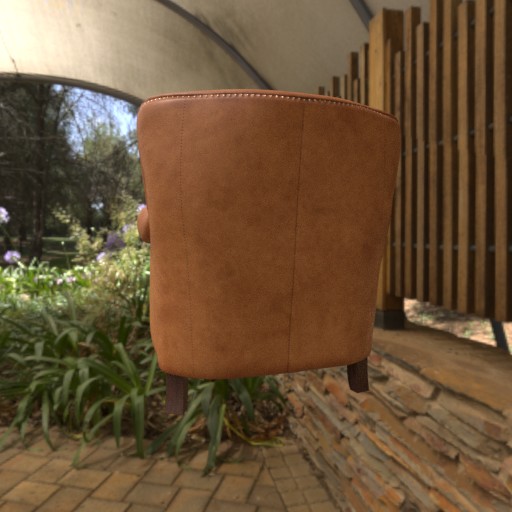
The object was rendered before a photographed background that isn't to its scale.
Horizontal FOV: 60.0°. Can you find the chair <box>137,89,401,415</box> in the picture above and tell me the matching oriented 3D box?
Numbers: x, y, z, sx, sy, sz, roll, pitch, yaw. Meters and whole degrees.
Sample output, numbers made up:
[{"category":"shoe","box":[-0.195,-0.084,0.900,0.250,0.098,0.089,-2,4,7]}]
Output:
[{"category":"chair","box":[0.000,0.000,1.640,0.861,0.936,0.921,0,1,-16]}]
